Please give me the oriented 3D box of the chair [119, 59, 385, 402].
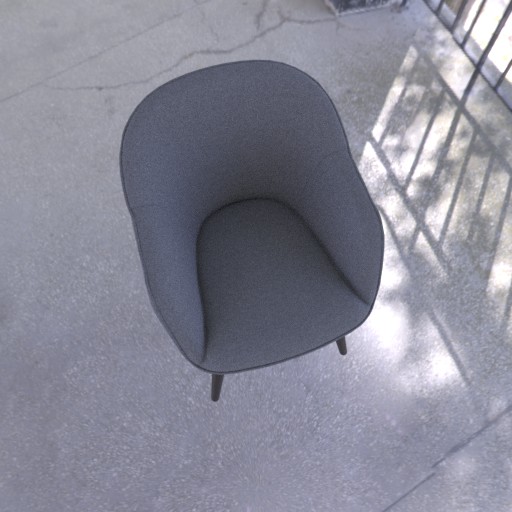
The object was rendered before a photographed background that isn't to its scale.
[{"bbox_3d":[0.000,0.000,1.245,0.589,0.810,0.611,-17,64,-9],"label":"chair"}]
